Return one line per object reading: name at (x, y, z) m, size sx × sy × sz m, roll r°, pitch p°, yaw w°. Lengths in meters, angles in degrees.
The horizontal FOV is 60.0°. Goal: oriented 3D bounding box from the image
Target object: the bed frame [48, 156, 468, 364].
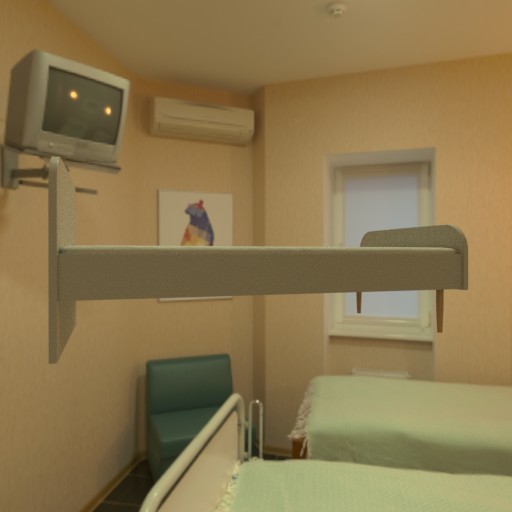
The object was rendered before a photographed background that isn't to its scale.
bed frame at (0.000, 0.000, 2.439) m, size 1.963 × 0.805 × 0.998 m, roll 0°, pitch 0°, yaw -18°
